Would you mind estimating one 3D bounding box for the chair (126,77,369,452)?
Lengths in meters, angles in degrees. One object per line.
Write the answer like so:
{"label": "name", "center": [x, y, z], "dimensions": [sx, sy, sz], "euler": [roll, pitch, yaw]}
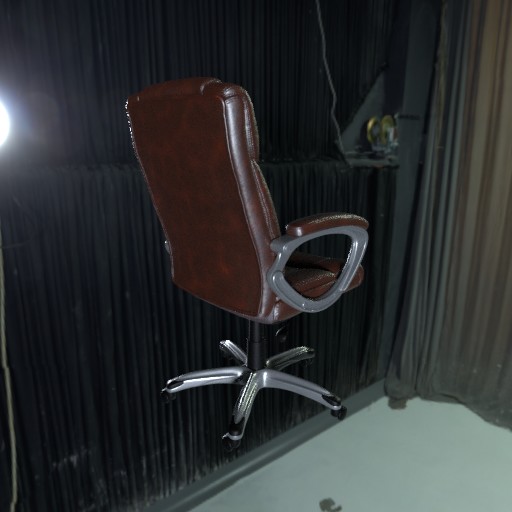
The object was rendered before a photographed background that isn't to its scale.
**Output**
{"label": "chair", "center": [0.000, 0.000, 1.575], "dimensions": [0.692, 1.128, 0.656], "euler": [-14, 21, -42]}
